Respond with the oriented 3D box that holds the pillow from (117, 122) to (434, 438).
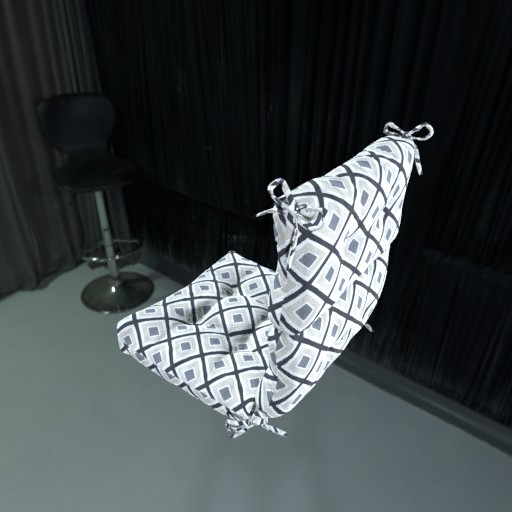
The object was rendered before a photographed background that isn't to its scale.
[{"bbox_3d":[0.000,0.000,1.037,0.571,0.605,0.519,21,37,30],"label":"pillow"}]
